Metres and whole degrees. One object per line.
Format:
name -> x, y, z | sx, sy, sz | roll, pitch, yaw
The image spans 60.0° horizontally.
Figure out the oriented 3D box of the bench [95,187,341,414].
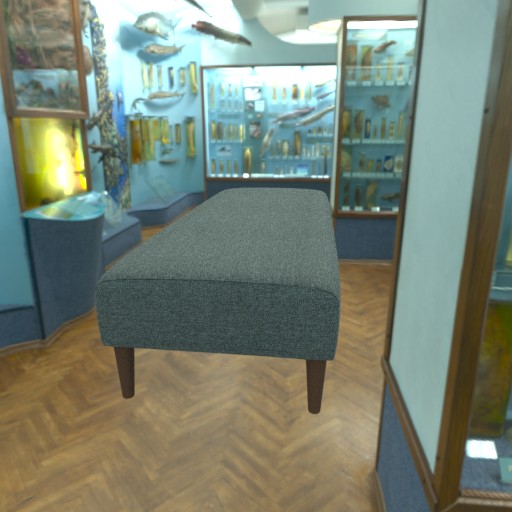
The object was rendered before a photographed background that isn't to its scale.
bench -> 0.000, 0.000, 1.846 | 0.631, 0.384, 1.598 | 2, 16, 7
